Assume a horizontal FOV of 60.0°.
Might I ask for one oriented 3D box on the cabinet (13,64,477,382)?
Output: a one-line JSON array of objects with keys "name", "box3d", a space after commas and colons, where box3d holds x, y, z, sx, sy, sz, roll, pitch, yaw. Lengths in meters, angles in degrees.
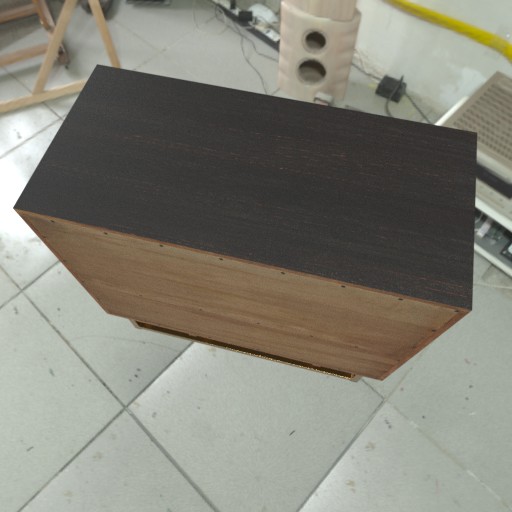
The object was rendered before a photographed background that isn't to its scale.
[{"name": "cabinet", "box3d": [0.000, 0.000, 1.368, 0.950, 0.860, 0.451, 12, 64, 6]}]
